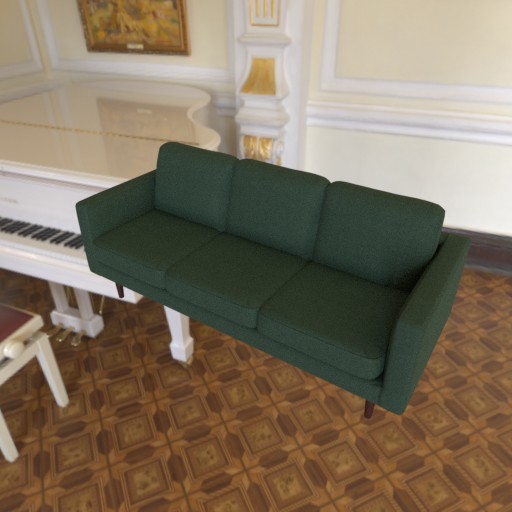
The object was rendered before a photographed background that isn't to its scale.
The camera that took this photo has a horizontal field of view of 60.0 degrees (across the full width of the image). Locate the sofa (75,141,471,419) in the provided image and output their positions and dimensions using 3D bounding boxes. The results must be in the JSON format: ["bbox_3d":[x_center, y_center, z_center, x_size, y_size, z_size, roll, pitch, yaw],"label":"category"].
[{"bbox_3d":[0.000,0.000,2.513,2.029,0.899,0.879,19,36,28],"label":"sofa"}]
